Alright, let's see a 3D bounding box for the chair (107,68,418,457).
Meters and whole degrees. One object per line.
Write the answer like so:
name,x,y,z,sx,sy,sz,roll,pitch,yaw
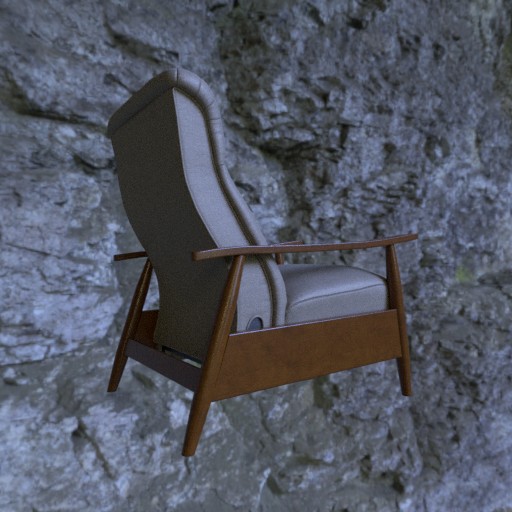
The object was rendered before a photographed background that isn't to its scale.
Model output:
chair,0.000,0.000,1.754,1.032,1.082,0.762,0,-1,-34
